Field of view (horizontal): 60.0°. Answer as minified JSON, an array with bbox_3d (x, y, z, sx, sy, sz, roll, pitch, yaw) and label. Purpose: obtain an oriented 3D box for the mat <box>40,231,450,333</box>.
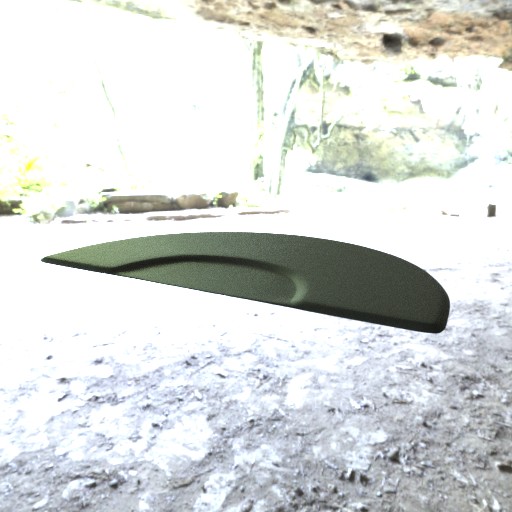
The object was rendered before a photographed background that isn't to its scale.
[{"bbox_3d":[0.000,0.000,1.829,1.525,0.022,0.917,7,16,27],"label":"mat"}]
